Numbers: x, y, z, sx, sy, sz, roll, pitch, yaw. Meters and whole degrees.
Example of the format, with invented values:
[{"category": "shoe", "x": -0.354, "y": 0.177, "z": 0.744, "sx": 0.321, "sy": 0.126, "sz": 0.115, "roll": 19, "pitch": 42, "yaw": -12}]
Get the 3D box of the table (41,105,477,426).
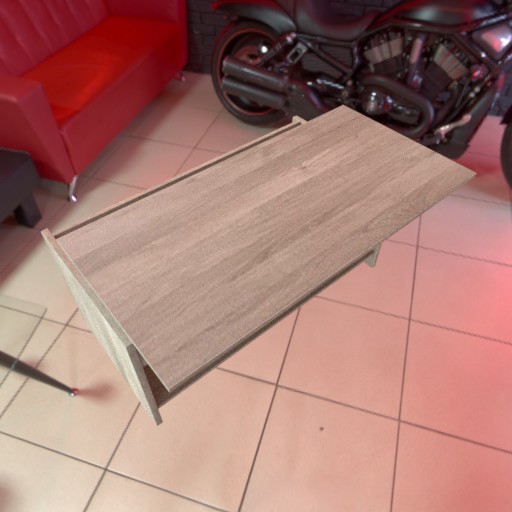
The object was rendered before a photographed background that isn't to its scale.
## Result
[{"category": "table", "x": 0.000, "y": 0.000, "z": 1.402, "sx": 1.000, "sy": 0.570, "sz": 0.712, "roll": -31, "pitch": 54, "yaw": -26}]
